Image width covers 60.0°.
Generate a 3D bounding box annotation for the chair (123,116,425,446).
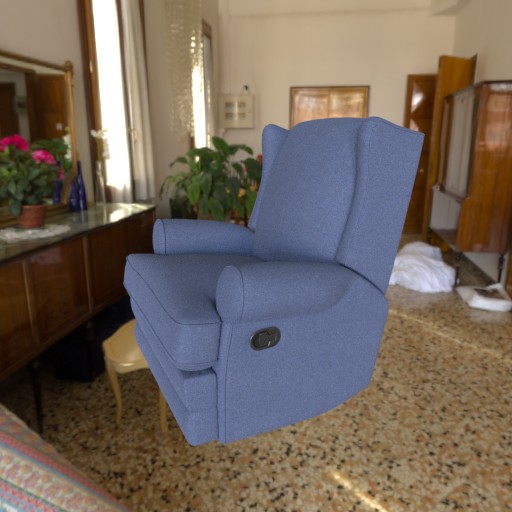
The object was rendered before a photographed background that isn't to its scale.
[{"bbox_3d":[0.000,0.000,1.685,0.877,1.020,0.971,-7,16,-25],"label":"chair"}]
